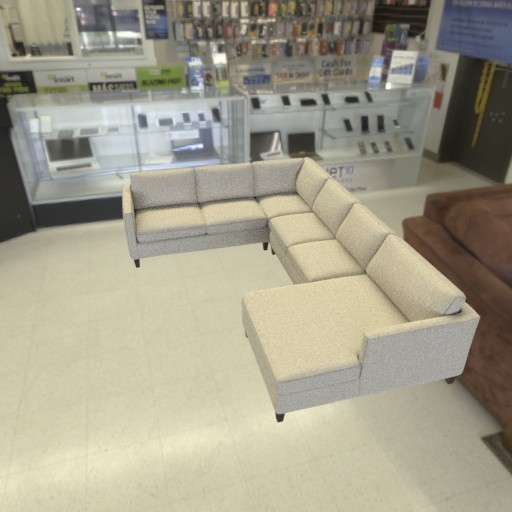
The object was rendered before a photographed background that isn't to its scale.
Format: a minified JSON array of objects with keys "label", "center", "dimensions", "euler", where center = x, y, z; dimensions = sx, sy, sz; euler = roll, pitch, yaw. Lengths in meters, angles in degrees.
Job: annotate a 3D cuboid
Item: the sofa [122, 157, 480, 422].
[{"label":"sofa","center":[0.000,0.000,4.463],"dimensions":[2.551,0.889,3.403],"euler":[-8,32,-13]}]
